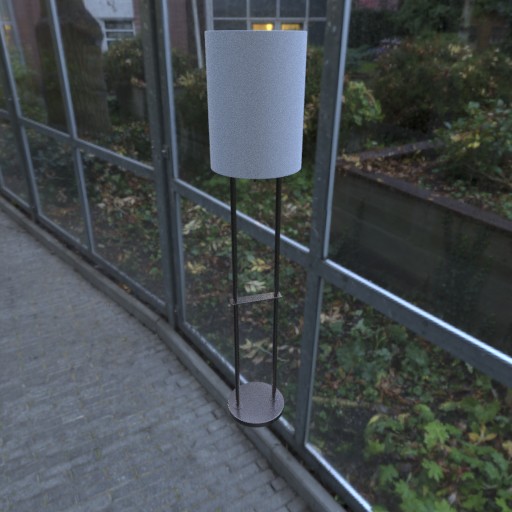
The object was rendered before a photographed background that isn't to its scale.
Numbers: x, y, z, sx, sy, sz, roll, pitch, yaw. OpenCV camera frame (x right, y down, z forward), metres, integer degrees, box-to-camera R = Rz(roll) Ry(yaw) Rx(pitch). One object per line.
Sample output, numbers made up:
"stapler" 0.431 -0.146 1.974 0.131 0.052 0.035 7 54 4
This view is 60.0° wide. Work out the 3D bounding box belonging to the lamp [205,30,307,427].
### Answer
"lamp" 0.000 0.000 1.658 0.306 1.500 0.305 -7 27 -15
